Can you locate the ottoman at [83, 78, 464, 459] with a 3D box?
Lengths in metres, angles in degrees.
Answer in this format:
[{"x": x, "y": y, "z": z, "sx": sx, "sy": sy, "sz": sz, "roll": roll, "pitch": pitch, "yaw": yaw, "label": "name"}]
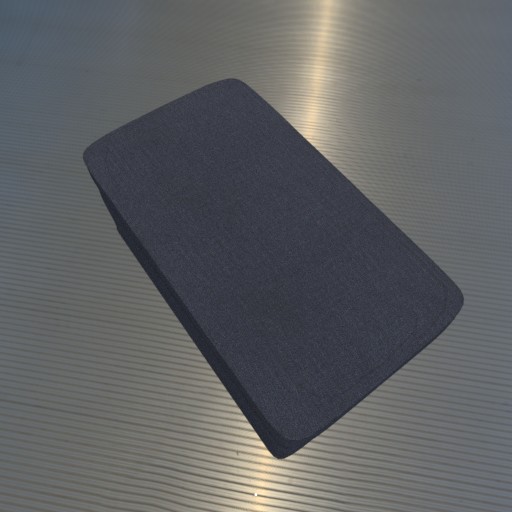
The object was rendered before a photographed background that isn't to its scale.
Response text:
[{"x": 0.000, "y": 0.000, "z": 1.193, "sx": 0.505, "sy": 0.453, "sz": 0.895, "roll": -33, "pitch": 67, "yaw": -16, "label": "ottoman"}]
